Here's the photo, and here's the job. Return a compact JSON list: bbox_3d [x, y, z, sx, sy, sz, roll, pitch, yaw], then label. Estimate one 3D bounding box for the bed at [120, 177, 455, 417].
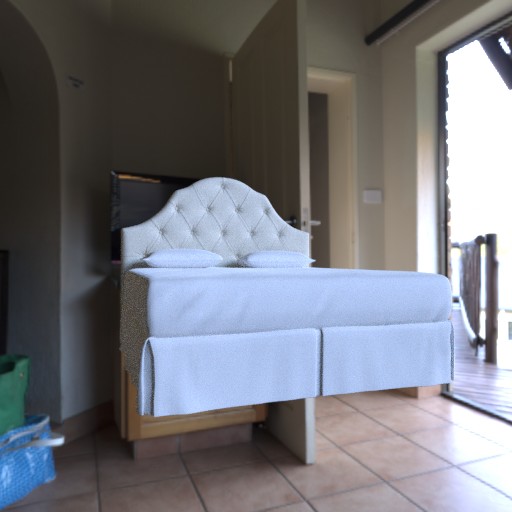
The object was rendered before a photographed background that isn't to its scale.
[{"bbox_3d":[0.000,0.000,3.505,2.008,1.615,2.214,0,0,-19],"label":"bed"}]
